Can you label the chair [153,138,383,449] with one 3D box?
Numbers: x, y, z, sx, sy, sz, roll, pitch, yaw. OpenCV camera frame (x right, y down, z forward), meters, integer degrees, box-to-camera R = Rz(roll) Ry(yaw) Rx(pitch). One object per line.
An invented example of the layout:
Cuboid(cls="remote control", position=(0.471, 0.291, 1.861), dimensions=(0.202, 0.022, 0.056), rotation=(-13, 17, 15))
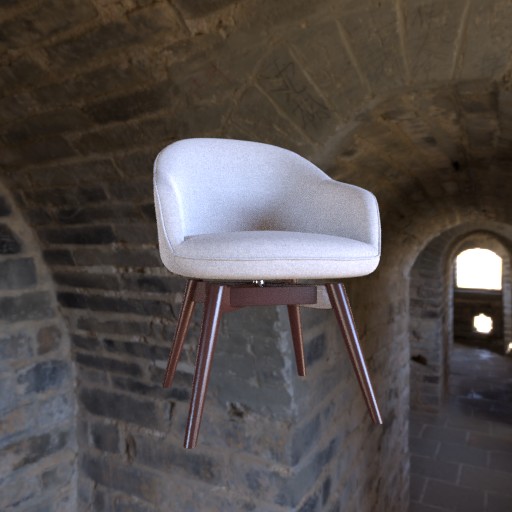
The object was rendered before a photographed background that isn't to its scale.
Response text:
Cuboid(cls="chair", position=(0.000, 0.000, 1.271), dimensions=(0.596, 0.823, 0.635), rotation=(0, 0, -18))
